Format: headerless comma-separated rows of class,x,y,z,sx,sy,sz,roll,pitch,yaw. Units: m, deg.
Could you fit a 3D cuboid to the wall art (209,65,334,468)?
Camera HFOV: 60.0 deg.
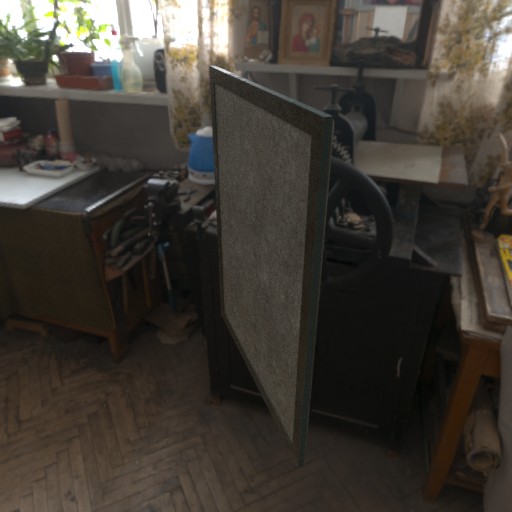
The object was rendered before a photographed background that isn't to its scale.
wall art,0.000,0.000,1.341,0.030,0.983,0.767,-11,32,-18
